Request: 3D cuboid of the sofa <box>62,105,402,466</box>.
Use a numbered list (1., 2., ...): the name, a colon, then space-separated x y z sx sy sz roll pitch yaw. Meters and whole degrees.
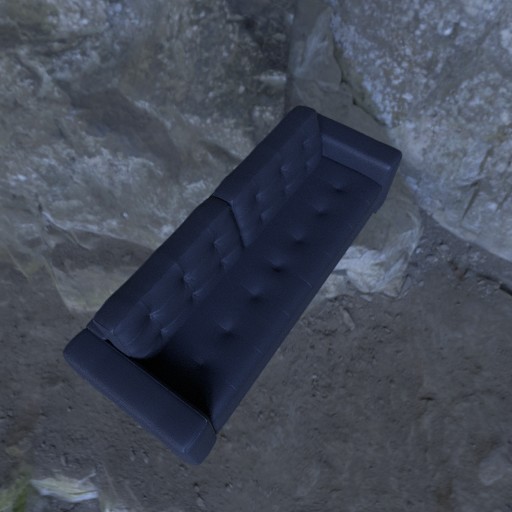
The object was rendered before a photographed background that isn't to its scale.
1. sofa: 0.000 0.000 2.718 0.833 0.893 2.275 31 64 17
